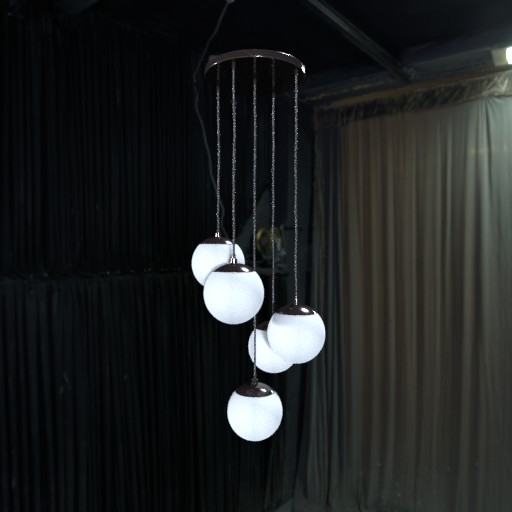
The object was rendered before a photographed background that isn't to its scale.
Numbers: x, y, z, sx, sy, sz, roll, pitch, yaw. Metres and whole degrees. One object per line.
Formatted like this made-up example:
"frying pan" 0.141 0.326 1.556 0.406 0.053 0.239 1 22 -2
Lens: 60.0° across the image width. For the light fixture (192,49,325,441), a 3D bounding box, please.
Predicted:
"light fixture" 0.000 0.000 1.537 0.489 1.271 0.484 0 1 37
